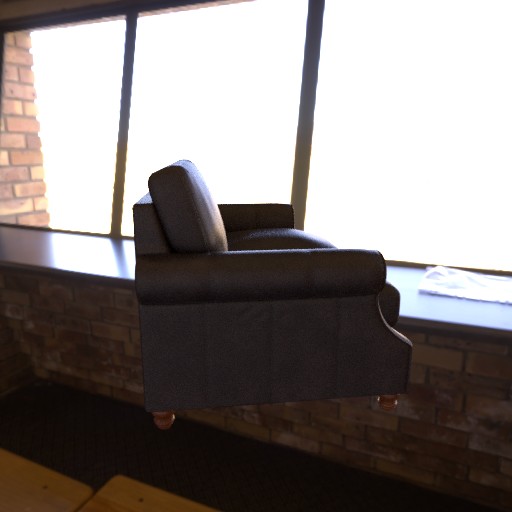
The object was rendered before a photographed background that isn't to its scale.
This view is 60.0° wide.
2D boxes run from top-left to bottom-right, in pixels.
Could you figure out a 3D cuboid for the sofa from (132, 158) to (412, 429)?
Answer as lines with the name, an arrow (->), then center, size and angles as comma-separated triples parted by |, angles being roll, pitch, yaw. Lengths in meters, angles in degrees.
sofa -> 0.000, 0.000, 2.310 | 1.030, 0.979, 1.663 | -2, 13, -8
